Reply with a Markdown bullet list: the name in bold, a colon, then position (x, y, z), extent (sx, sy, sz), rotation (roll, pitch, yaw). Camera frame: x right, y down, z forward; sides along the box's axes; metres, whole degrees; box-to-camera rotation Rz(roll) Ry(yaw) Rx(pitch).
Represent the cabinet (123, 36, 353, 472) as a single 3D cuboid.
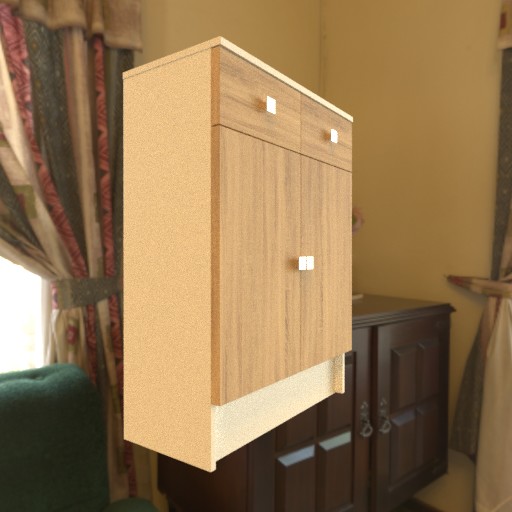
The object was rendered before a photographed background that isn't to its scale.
- **cabinet**: position (0.000, 0.000, 1.142), extent (0.296, 0.815, 0.600), rotation (0, 0, 36)
